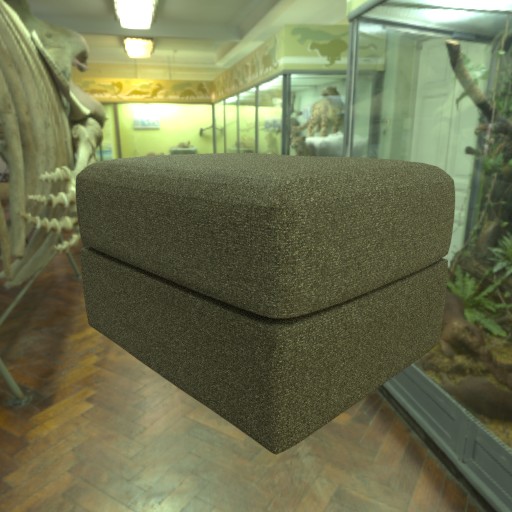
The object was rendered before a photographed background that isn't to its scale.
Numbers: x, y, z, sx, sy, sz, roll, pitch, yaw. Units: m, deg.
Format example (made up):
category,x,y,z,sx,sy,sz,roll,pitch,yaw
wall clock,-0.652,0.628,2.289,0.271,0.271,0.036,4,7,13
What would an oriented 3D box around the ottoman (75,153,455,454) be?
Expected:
category,x,y,z,sx,sy,sz,roll,pitch,yaw
ottoman,0.000,0.000,1.082,0.598,0.476,0.742,-14,21,-42
